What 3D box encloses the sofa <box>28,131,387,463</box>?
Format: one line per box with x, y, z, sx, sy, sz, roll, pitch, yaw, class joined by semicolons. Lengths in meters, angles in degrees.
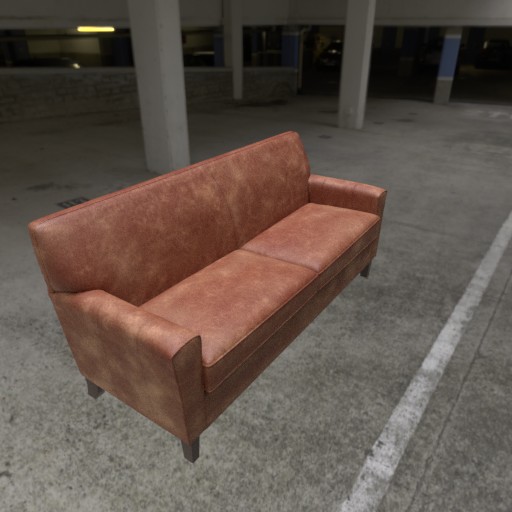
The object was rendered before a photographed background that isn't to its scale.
0.000;0.000;2.503;0.805;0.947;2.053;18;33;30;sofa
